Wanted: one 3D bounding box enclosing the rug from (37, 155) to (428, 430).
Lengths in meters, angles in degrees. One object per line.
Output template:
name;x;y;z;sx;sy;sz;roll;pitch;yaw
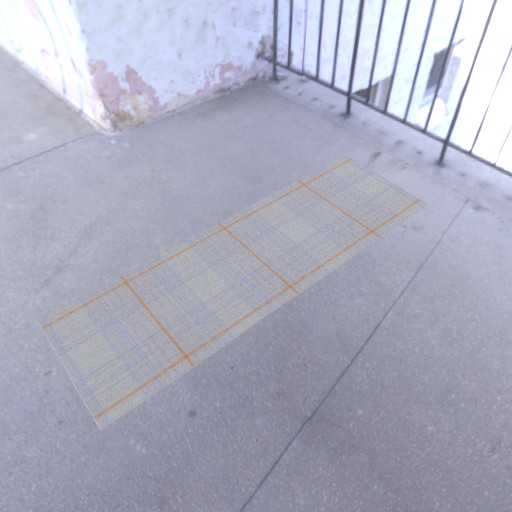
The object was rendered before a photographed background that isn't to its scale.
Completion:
rug;0.000;0.000;2.723;2.442;0.016;0.770;-31;54;-26
